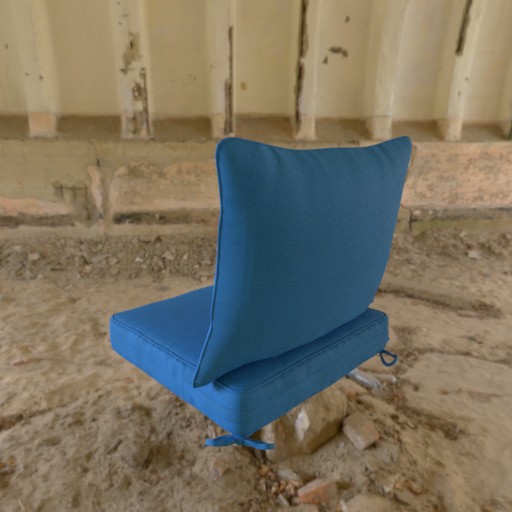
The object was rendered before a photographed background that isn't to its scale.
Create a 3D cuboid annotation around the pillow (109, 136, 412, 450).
[{"bbox_3d":[0.000,0.000,1.378,0.798,0.725,0.733,-15,22,-43],"label":"pillow"}]
